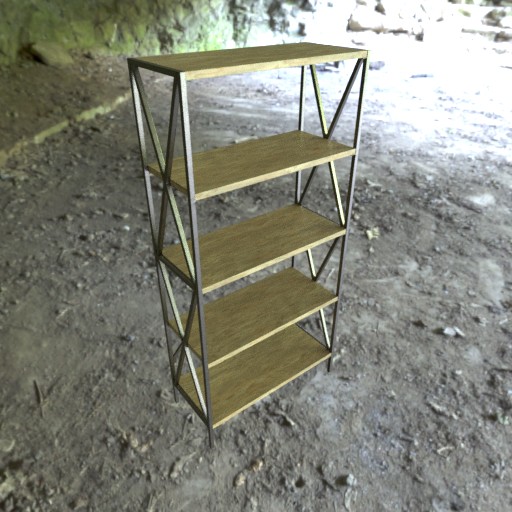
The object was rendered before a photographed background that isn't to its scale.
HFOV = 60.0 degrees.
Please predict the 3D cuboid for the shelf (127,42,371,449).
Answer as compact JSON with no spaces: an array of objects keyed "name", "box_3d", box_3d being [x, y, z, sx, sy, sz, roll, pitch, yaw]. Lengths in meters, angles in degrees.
[{"name":"shelf","box_3d":[0.000,0.000,2.158,0.874,1.803,0.386,-22,38,-31]}]
